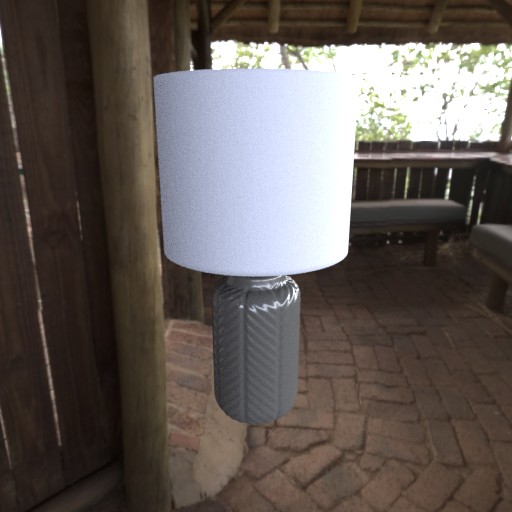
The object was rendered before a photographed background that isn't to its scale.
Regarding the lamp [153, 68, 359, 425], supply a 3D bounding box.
[{"bbox_3d":[0.000,0.000,0.503,0.203,0.389,0.203,8,19,25],"label":"lamp"}]
